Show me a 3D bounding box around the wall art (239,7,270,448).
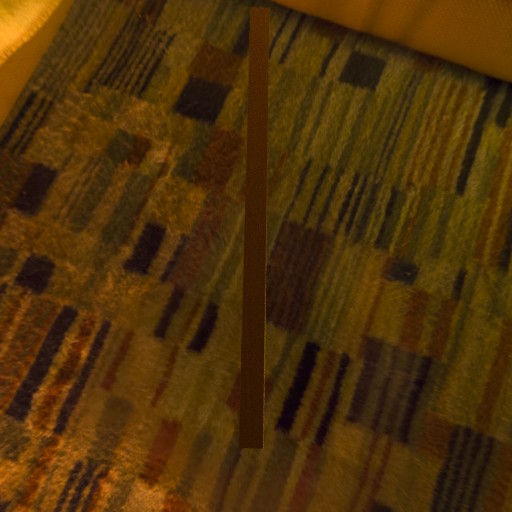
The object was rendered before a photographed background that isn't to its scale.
[{"bbox_3d":[0.000,0.000,1.107,0.036,0.765,0.767,1,76,0],"label":"wall art"}]
